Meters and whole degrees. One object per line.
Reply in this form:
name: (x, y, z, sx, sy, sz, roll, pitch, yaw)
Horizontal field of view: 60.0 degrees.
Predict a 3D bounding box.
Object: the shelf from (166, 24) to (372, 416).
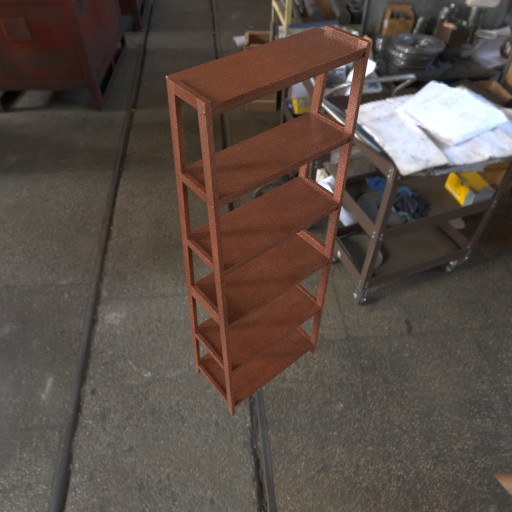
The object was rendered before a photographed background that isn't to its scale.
shelf: (0.000, 0.000, 2.078, 0.660, 1.892, 0.382, -31, 54, -26)
